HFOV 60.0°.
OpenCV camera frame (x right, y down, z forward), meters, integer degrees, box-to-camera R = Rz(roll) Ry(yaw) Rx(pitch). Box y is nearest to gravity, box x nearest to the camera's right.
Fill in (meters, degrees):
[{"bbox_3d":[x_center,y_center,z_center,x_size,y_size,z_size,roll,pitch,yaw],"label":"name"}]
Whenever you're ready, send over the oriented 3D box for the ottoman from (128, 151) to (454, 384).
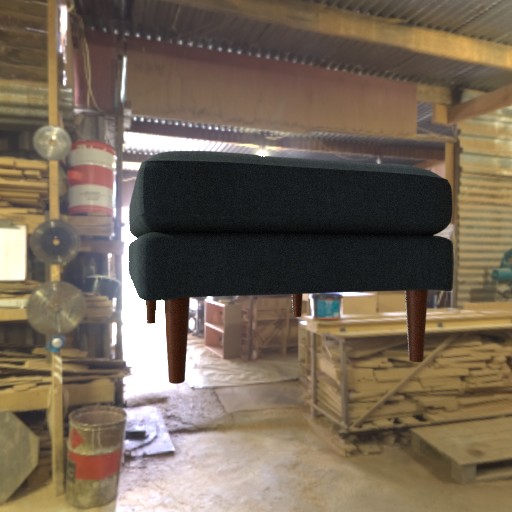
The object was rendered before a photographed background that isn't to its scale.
[{"bbox_3d":[0.000,0.000,1.275,0.693,0.474,0.821,0,1,-17],"label":"ottoman"}]
